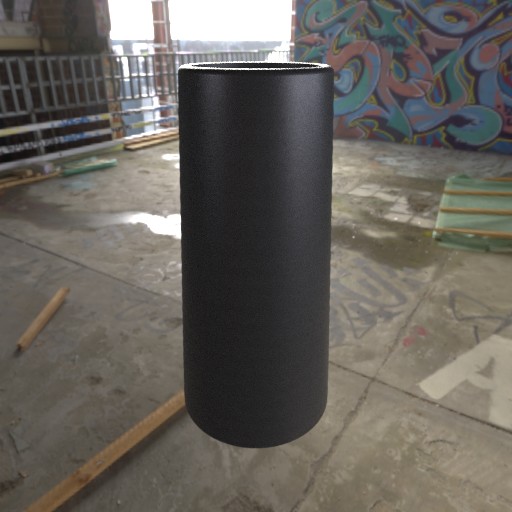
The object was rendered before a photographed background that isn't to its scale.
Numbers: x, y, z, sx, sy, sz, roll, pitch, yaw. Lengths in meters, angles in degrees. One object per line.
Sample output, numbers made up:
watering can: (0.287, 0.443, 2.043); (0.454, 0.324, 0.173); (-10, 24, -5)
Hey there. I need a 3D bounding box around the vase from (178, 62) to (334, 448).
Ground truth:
vase: (0.000, 0.000, 0.365); (0.136, 0.289, 0.136); (-18, 31, -32)
